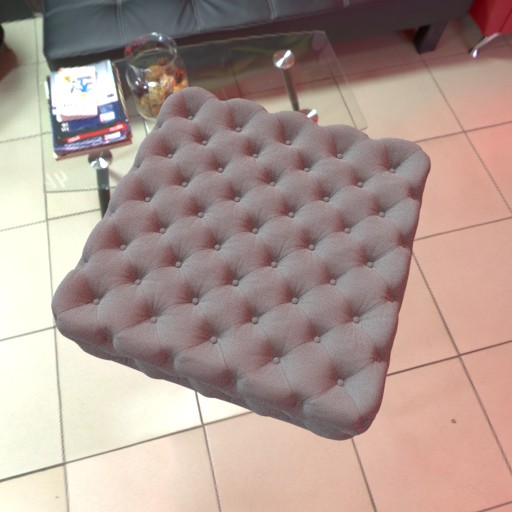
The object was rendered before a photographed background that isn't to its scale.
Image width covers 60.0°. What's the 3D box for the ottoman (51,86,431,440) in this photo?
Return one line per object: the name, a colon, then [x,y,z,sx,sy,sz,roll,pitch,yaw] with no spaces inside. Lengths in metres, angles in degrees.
ottoman: [0.000,0.000,1.434,0.911,0.439,0.917,17,66,8]
